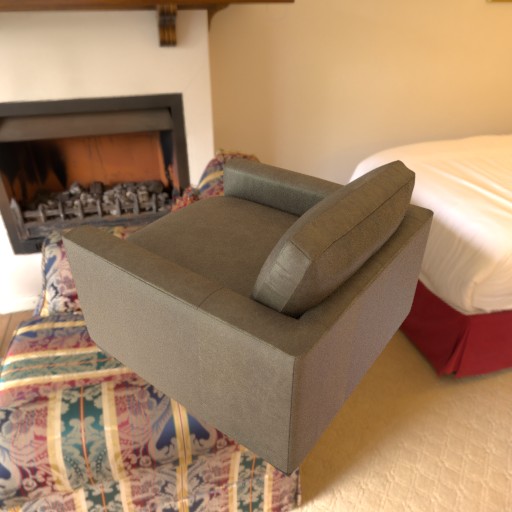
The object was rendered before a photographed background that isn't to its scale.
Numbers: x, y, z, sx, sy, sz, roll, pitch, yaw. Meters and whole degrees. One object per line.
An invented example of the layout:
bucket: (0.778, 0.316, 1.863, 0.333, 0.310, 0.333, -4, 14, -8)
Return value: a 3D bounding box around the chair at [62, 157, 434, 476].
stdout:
chair: (0.000, 0.000, 1.836, 1.080, 0.807, 1.106, 22, 39, 31)
